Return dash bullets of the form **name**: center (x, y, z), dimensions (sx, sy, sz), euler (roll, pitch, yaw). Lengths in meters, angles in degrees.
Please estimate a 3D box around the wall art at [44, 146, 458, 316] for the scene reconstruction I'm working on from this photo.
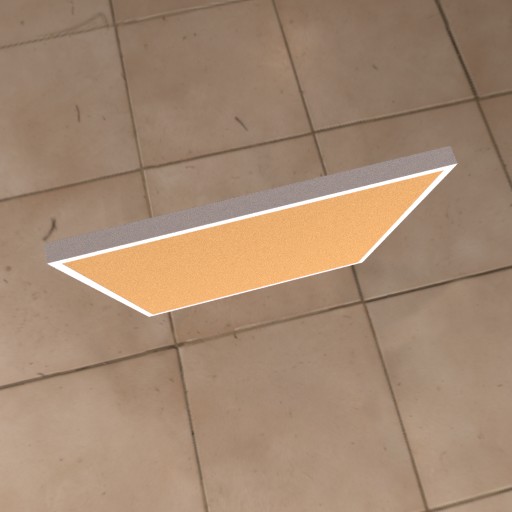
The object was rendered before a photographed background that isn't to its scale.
- **wall art**: center (0.000, 0.000, 1.169), dimensions (0.762, 0.762, 0.038), euler (-14, 76, -4)
